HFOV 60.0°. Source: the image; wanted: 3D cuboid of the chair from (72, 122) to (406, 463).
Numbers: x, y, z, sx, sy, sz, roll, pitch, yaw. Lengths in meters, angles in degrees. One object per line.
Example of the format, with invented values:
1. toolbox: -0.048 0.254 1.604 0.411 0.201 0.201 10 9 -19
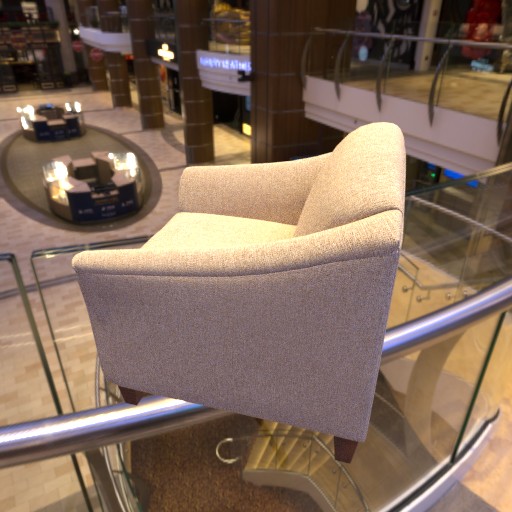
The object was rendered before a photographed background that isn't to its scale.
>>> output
1. chair: 0.000 0.000 1.390 0.787 0.839 0.763 8 31 13
